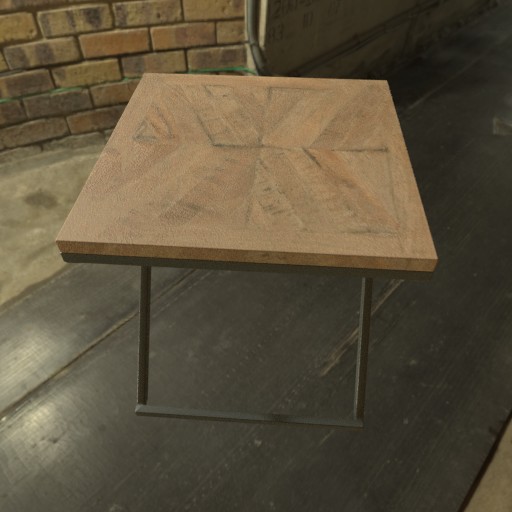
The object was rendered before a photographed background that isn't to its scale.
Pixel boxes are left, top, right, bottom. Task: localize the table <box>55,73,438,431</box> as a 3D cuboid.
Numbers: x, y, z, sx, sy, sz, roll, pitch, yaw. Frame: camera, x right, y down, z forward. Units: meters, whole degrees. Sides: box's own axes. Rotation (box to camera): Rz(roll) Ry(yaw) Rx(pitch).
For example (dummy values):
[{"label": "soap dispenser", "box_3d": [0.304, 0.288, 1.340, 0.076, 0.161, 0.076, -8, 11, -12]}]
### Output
[{"label": "table", "box_3d": [0.000, 0.000, 0.939, 0.499, 0.550, 0.498, 3, 47, 3]}]
